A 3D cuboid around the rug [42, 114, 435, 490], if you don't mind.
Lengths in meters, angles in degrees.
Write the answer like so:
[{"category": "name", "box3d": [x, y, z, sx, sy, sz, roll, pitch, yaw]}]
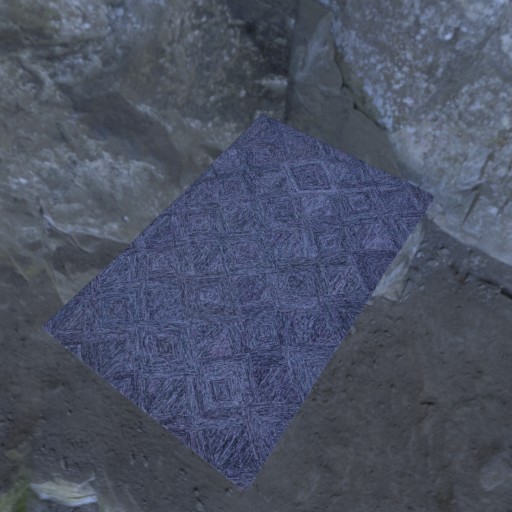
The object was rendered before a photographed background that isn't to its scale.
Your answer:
[{"category": "rug", "box3d": [0.000, 0.000, 2.211, 1.158, 0.013, 1.752, 31, 63, 18]}]
